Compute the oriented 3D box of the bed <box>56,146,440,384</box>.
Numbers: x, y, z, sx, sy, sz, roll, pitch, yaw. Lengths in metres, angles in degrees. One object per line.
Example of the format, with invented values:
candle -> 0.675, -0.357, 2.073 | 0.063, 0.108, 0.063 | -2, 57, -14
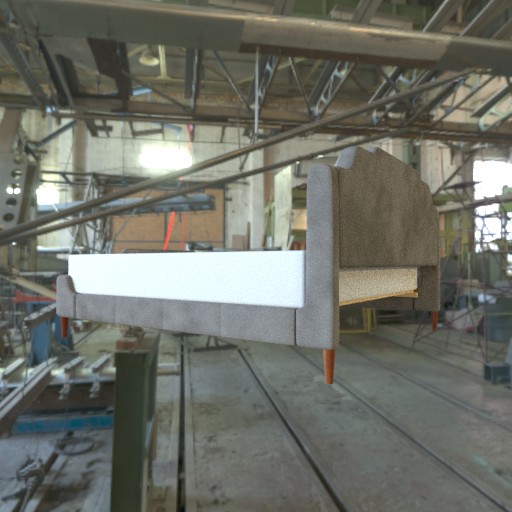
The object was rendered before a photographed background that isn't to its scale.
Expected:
bed -> 0.000, 0.000, 3.564 | 2.340, 1.245, 2.074 | -1, -1, 35
